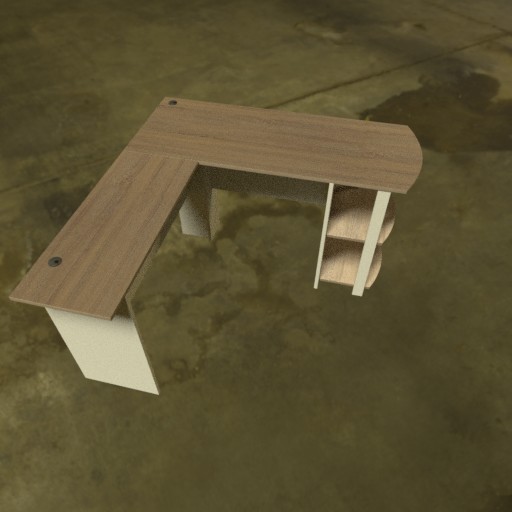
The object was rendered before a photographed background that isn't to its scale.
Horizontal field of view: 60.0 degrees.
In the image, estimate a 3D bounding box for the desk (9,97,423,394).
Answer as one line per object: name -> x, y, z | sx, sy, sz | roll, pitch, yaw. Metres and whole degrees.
desk -> 0.000, 0.000, 2.026 | 1.303, 0.716, 1.361 | 10, 48, 9
